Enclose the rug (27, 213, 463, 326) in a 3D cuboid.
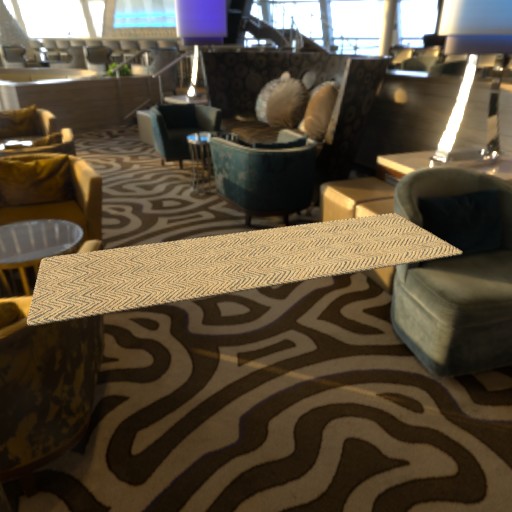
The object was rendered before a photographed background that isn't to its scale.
[{"bbox_3d":[0.000,0.000,2.499,2.286,0.008,0.686,-8,27,-16],"label":"rug"}]
